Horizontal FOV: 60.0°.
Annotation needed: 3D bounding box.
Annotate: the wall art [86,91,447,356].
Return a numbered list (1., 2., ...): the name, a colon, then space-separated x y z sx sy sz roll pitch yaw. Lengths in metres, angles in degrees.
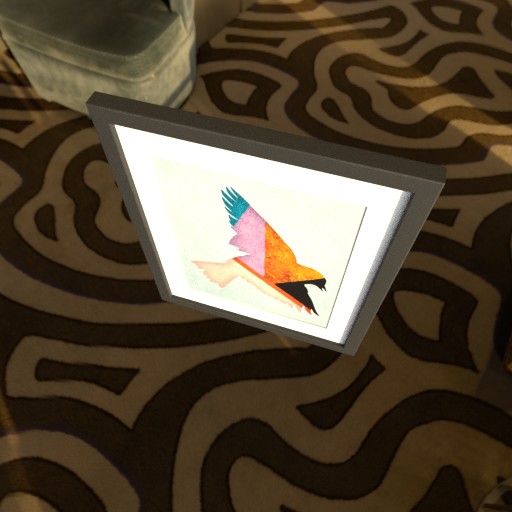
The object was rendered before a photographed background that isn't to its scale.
1. wall art: 0.000 0.000 0.779 0.457 0.558 0.028 15 59 9
